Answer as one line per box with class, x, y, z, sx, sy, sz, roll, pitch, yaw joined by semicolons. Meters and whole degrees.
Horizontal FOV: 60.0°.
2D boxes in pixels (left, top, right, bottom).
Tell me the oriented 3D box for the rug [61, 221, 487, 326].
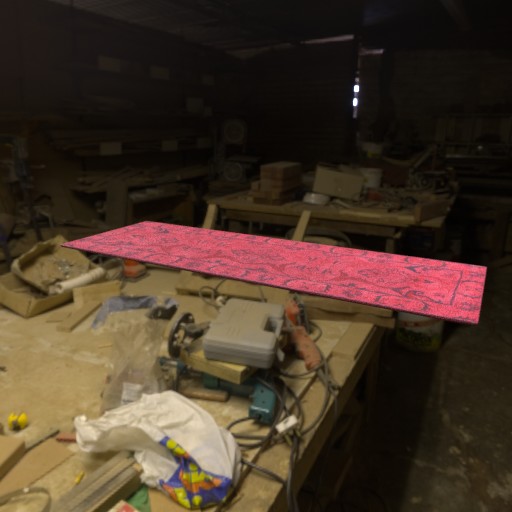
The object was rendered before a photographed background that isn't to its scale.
rug;0.000;0.000;2.643;2.439;0.018;0.813;9;19;27
